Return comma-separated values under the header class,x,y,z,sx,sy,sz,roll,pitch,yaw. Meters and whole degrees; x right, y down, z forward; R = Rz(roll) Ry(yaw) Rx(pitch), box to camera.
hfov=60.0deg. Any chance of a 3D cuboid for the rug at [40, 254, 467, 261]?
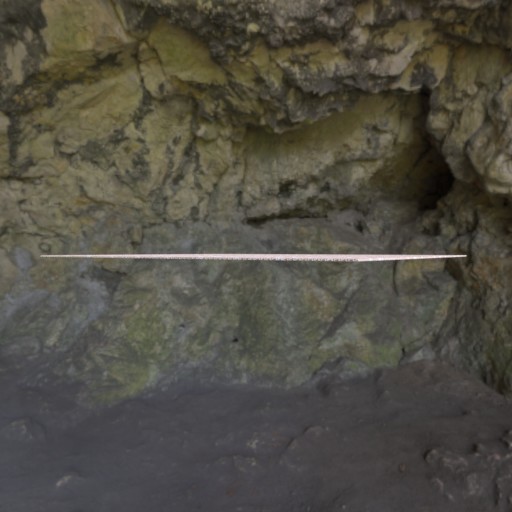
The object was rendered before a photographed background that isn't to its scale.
class,x,y,z,sx,sy,sz,roll,pitch,yaw
rug,0.000,0.000,3.832,2.894,0.013,2.286,0,1,37
